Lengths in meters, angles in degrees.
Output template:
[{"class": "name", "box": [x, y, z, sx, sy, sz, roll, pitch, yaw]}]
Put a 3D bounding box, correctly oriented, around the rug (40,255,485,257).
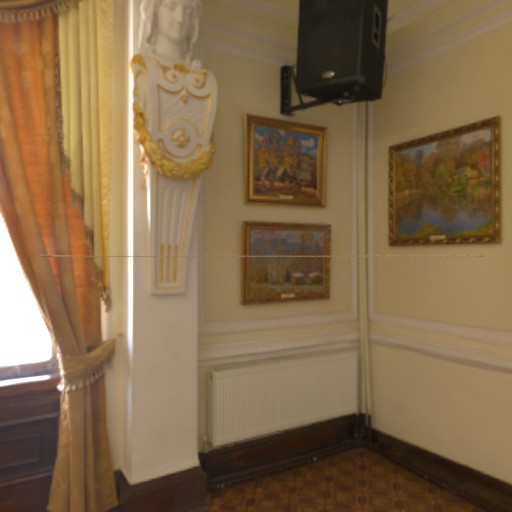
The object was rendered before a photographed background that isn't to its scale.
[{"class": "rug", "box": [0.000, 0.000, 2.508, 2.084, 0.009, 1.222, 0, 0, -19]}]
